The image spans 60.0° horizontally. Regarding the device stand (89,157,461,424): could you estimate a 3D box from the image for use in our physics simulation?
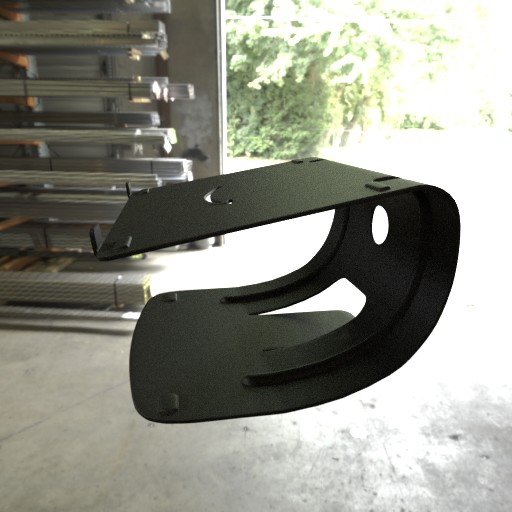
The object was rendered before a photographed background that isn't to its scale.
[{"bbox_3d":[0.000,0.000,0.398,0.236,0.155,0.256,-3,17,-10],"label":"device stand"}]
